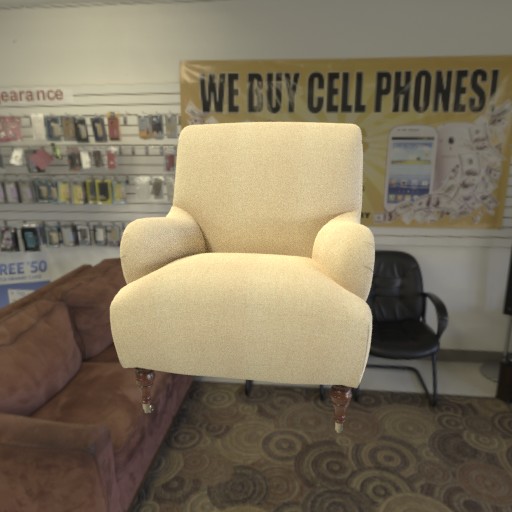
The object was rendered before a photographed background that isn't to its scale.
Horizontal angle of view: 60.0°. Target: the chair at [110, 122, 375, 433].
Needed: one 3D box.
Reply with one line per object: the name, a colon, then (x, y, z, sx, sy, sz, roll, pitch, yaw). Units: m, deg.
chair: (0.000, 0.000, 1.575, 0.766, 0.944, 0.842, 2, 14, 9)
